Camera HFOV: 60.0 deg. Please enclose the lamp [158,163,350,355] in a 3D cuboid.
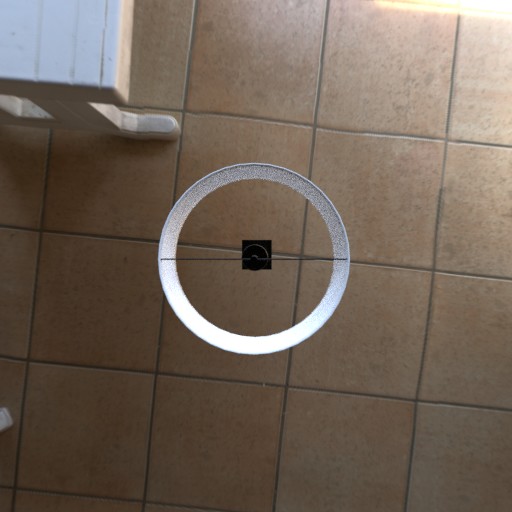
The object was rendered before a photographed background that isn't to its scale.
[{"bbox_3d":[0.000,0.000,1.693,0.420,1.475,0.420,0,91,0],"label":"lamp"}]
